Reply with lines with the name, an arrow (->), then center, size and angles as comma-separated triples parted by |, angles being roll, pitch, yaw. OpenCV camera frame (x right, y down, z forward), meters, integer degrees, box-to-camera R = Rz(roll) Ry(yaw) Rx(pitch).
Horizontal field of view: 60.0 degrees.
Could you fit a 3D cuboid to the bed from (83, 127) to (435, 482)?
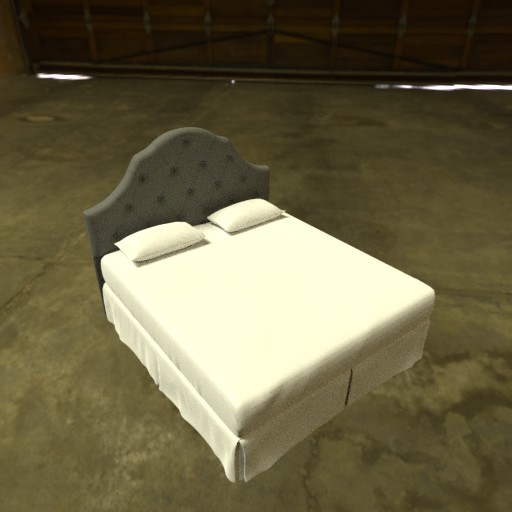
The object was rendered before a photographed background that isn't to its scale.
bed -> 0.000, 0.000, 3.578 | 2.008, 1.615, 2.214 | -21, 36, -32
